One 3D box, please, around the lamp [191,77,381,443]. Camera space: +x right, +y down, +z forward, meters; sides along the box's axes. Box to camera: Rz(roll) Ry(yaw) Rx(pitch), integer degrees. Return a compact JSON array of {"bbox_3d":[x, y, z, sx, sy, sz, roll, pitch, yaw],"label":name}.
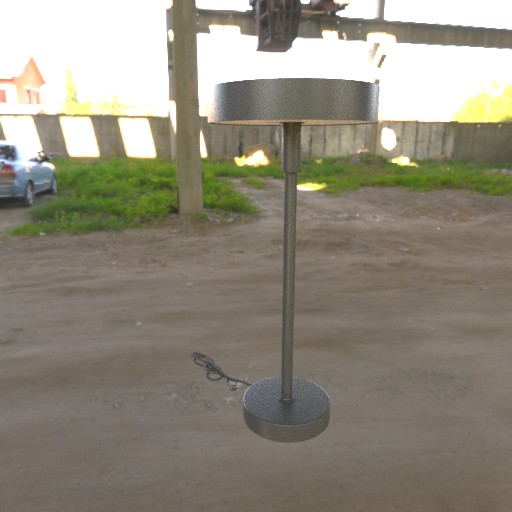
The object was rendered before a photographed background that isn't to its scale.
[{"bbox_3d":[0.000,0.000,0.706,0.229,0.508,0.369,-14,20,-43],"label":"lamp"}]
